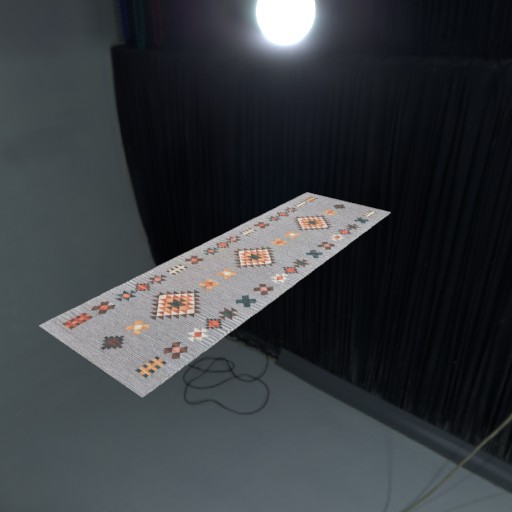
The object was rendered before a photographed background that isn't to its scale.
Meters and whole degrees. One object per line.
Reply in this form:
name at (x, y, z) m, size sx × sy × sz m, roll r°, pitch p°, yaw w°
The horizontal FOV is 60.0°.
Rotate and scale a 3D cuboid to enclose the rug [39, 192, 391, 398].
rug at (0.000, 0.000, 2.781) m, size 0.766 × 0.008 × 2.432 m, roll 19°, pitch 33°, yaw 33°
